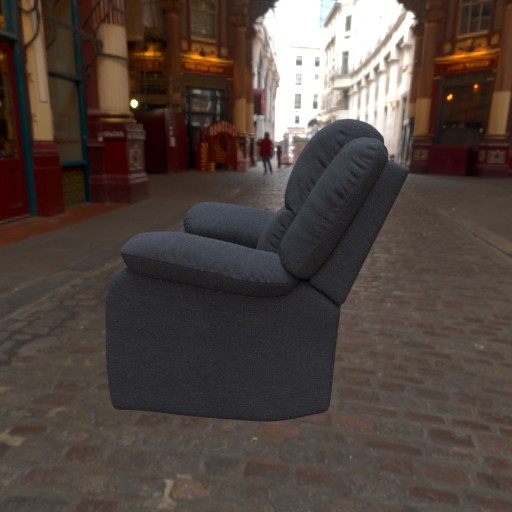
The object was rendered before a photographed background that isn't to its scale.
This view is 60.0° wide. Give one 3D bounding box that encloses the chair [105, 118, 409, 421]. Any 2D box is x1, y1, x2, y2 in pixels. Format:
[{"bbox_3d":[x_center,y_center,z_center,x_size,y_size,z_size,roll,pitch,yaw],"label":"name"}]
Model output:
[{"bbox_3d":[0.000,0.000,1.713,0.944,1.008,0.899,2,15,8],"label":"chair"}]
